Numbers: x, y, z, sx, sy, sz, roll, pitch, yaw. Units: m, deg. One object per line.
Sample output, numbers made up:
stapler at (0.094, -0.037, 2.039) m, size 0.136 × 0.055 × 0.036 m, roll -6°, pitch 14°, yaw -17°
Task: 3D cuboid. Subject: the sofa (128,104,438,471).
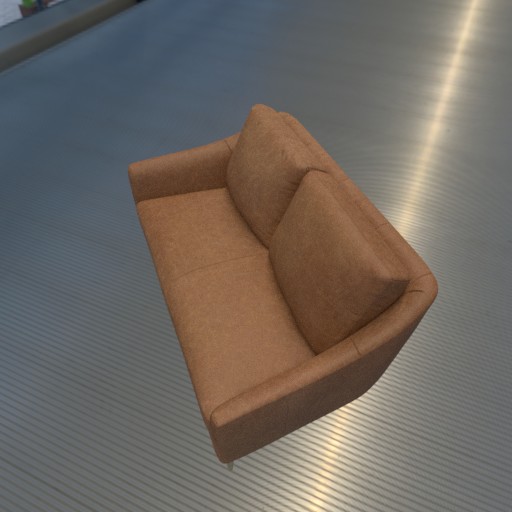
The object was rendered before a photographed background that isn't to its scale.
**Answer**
sofa at (0.000, 0.000, 2.191) m, size 0.960 × 0.902 × 1.619 m, roll -16°, pitch 49°, yaw -15°
